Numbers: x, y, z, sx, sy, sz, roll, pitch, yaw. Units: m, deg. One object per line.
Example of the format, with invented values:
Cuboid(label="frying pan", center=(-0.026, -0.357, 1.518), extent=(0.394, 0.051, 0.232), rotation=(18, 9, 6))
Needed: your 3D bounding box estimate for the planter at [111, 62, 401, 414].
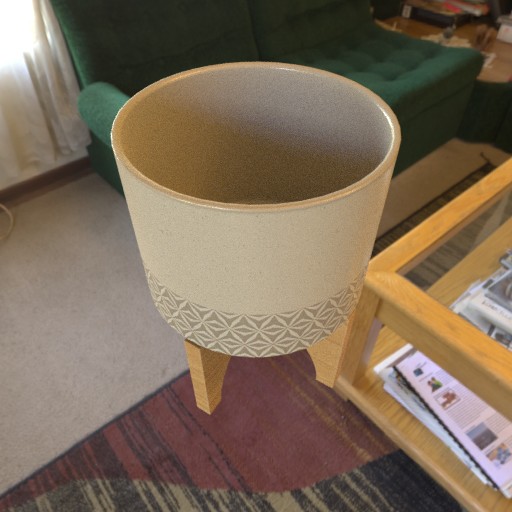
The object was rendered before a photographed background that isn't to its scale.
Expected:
Cuboid(label="planter", center=(0.000, 0.000, 0.510), extent=(0.249, 0.343, 0.249), rotation=(0, 45, 0))
